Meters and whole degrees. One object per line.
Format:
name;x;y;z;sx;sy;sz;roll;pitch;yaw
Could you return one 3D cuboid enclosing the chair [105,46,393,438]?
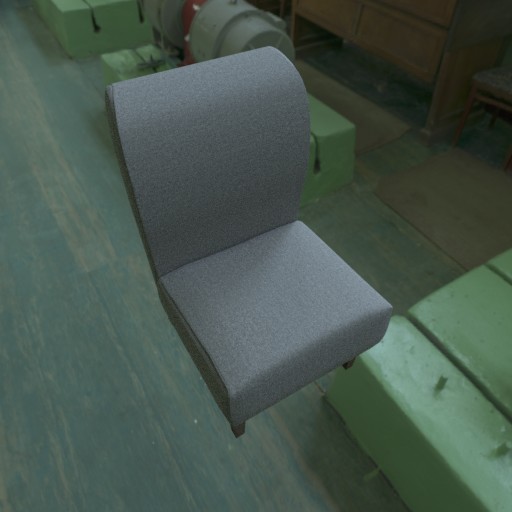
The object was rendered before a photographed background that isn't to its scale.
chair;0.000;0.000;1.167;0.513;0.804;0.592;-25;51;-22
